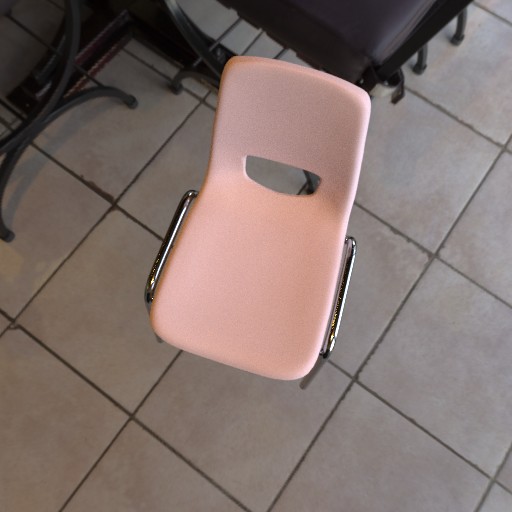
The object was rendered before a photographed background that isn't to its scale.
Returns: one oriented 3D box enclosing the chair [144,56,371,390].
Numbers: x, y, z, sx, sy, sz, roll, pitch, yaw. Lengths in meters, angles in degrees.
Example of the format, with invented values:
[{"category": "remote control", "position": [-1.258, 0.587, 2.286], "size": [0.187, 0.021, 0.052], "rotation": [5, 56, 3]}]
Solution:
[{"category": "chair", "position": [0.000, 0.000, 0.776], "size": [0.354, 0.536, 0.385], "rotation": [17, 76, 4]}]
